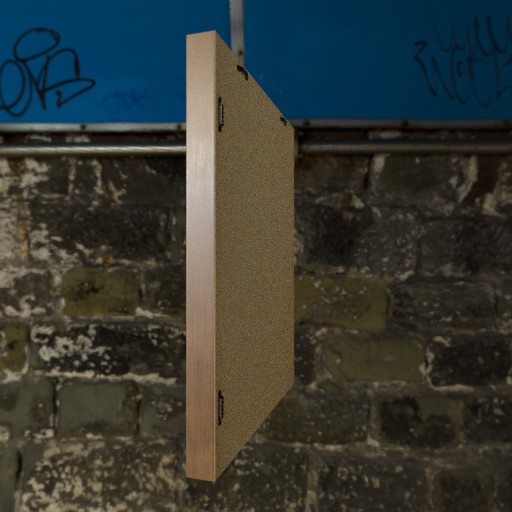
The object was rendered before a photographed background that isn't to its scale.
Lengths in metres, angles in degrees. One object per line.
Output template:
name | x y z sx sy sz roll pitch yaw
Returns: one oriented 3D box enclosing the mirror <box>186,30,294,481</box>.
mirror | 0.000 0.000 0.696 0.041 0.508 0.405 0 0 18
